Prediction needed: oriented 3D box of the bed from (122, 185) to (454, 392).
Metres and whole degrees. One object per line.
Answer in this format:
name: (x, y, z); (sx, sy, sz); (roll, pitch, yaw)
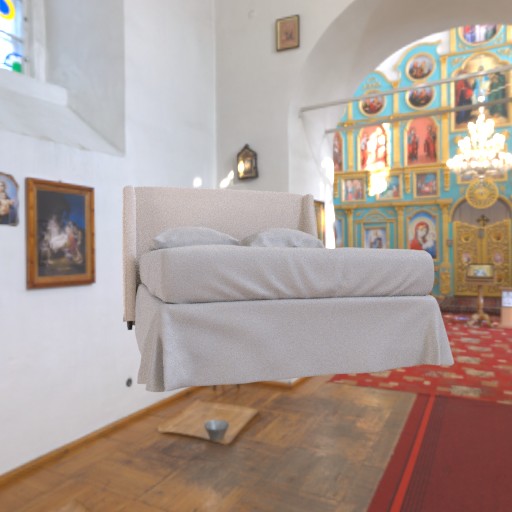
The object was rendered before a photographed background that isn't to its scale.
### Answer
bed: (0.000, 0.000, 3.395); (1.925, 1.332, 2.276); (0, 0, -18)
